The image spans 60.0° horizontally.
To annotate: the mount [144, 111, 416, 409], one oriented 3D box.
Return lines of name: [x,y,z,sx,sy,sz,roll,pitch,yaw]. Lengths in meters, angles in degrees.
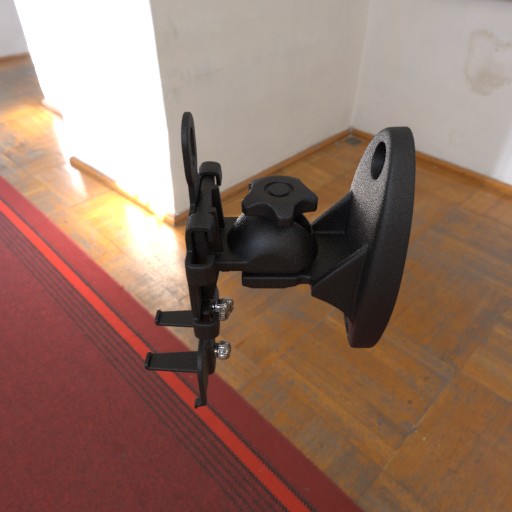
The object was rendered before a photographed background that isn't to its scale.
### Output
mount: [0.000,0.000,0.178,0.100,0.118,0.066,0,41,0]
